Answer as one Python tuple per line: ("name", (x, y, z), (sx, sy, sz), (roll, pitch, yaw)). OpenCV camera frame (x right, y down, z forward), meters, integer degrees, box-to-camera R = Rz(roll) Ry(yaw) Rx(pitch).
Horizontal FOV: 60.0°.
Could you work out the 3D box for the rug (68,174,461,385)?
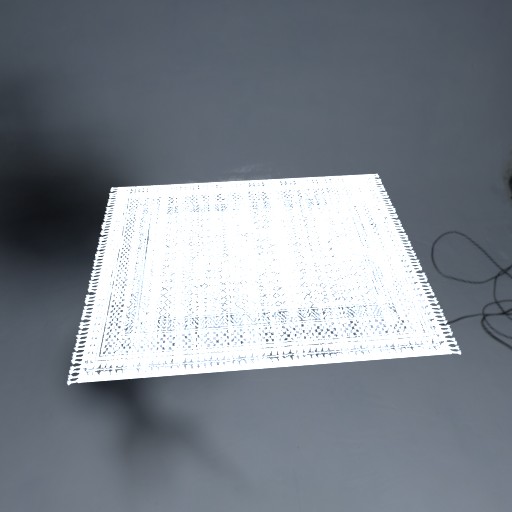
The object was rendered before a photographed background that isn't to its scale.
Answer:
("rug", (0.000, 0.000, 4.048), (2.940, 0.013, 2.312), (-4, 46, -3))
